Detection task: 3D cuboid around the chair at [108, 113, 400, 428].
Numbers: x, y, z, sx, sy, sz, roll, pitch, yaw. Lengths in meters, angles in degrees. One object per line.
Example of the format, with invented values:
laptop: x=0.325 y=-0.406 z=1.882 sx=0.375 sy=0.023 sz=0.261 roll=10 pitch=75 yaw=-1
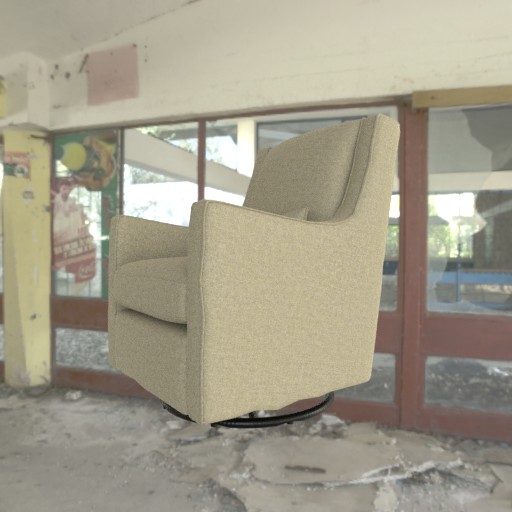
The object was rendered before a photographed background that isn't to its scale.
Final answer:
chair: x=0.000 y=0.000 z=1.598 sx=0.879 sy=0.993 sz=0.732 roll=-1 pitch=1 yaw=-36
